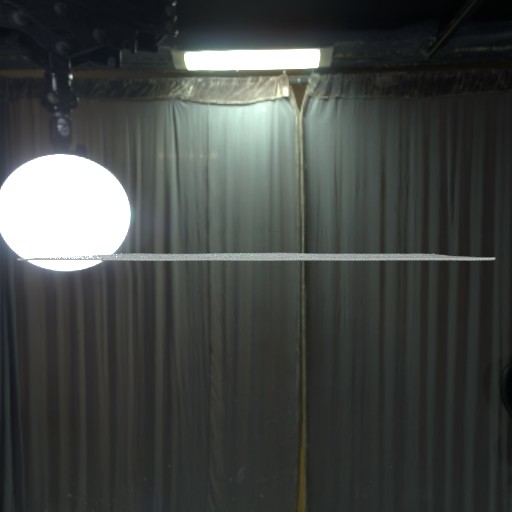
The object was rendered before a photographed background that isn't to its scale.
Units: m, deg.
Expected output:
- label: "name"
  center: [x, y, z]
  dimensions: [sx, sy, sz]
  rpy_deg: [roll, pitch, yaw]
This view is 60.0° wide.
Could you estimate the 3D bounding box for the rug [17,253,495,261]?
- label: "rug"
  center: [0.000, 0.000, 1.055]
  dimensions: [0.869, 0.008, 0.511]
  rpy_deg: [0, 1, -1]
